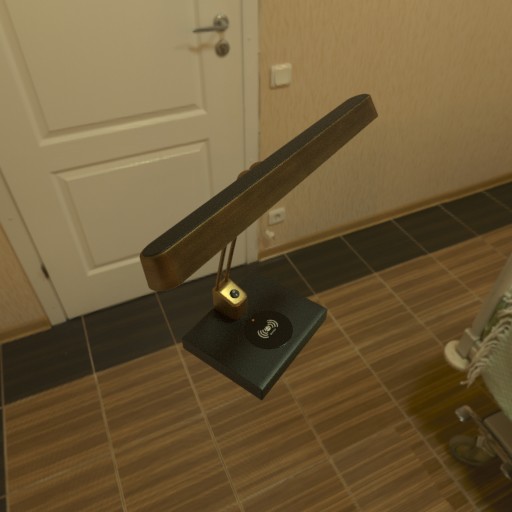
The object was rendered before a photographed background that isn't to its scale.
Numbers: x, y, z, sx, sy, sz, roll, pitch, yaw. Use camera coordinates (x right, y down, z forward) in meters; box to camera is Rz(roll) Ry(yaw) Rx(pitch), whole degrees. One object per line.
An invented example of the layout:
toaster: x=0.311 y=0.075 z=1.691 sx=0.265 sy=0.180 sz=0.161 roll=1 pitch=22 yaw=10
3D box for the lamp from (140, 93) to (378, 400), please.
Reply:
lamp: x=0.000 y=0.000 z=0.607 sx=0.156 sy=0.345 sz=0.412 roll=27 pitch=49 yaw=26
